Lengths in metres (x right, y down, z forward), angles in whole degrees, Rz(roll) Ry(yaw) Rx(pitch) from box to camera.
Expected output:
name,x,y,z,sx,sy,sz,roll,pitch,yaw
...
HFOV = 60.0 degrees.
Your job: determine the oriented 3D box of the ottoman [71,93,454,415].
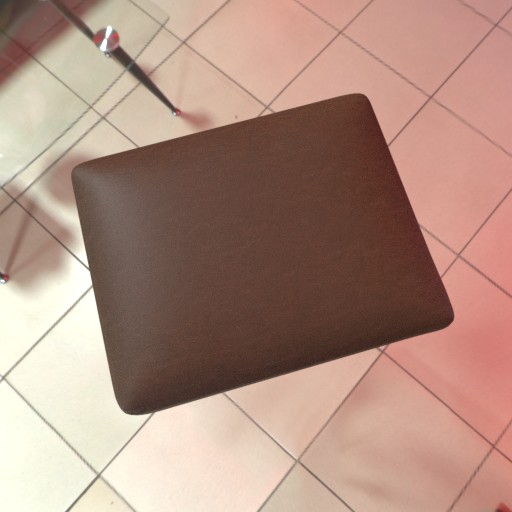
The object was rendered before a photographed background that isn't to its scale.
name,x,y,z,sx,sy,sz,roll,pitch,yaw
ottoman,0.000,0.000,1.198,0.787,0.508,0.635,-16,77,-4
